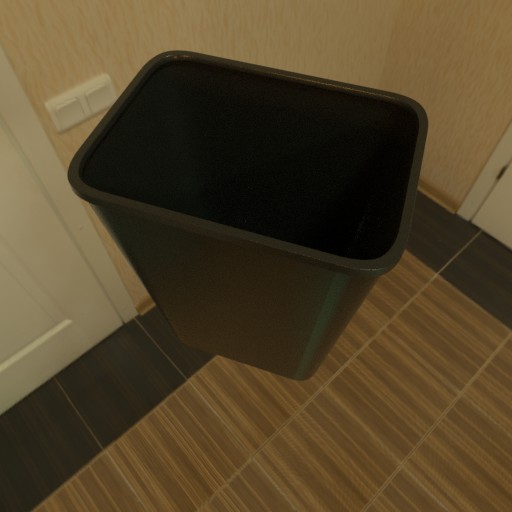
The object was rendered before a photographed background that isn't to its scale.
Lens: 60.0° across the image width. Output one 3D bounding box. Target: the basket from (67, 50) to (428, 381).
[{"bbox_3d":[0.000,0.000,0.755,0.394,0.521,0.287,16,59,10],"label":"basket"}]
